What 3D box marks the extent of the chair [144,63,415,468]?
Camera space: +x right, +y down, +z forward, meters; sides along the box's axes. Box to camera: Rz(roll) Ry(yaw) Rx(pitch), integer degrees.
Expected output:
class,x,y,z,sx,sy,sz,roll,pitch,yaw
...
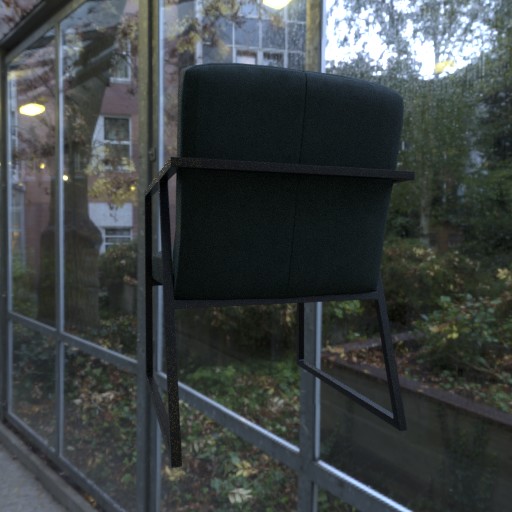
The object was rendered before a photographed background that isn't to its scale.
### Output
class,x,y,z,sx,sy,sz,roll,pitch,yaw
chair,0.000,0.000,1.266,0.571,0.833,0.677,-1,2,-18
